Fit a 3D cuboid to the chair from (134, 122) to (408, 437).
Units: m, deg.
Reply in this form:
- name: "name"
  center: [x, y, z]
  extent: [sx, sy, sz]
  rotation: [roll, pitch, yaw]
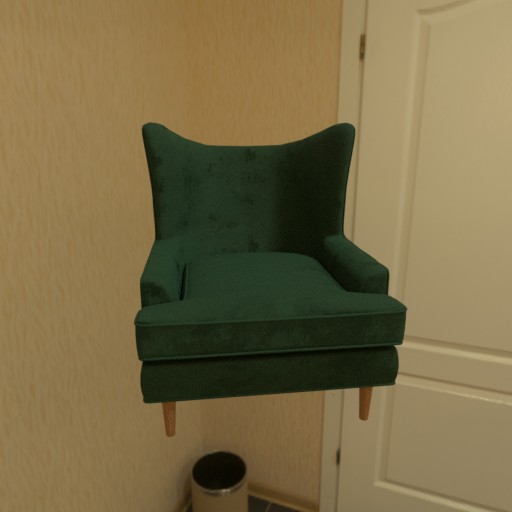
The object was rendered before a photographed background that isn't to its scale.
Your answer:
- name: "chair"
  center: [0.000, 0.000, 1.642]
  extent: [0.793, 0.952, 0.910]
  rotation: [-2, 16, -7]
